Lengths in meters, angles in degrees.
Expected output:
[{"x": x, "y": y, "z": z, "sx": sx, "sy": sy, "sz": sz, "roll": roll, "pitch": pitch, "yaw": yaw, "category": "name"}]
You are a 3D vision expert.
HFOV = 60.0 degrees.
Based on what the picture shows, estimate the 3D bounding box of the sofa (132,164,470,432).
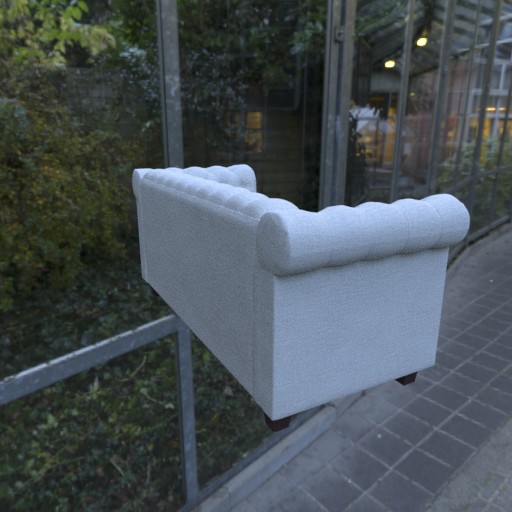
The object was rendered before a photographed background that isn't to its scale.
[{"x": 0.000, "y": 0.000, "z": 2.219, "sx": 0.783, "sy": 0.797, "sz": 1.798, "roll": -8, "pitch": 18, "yaw": -27, "category": "sofa"}]
